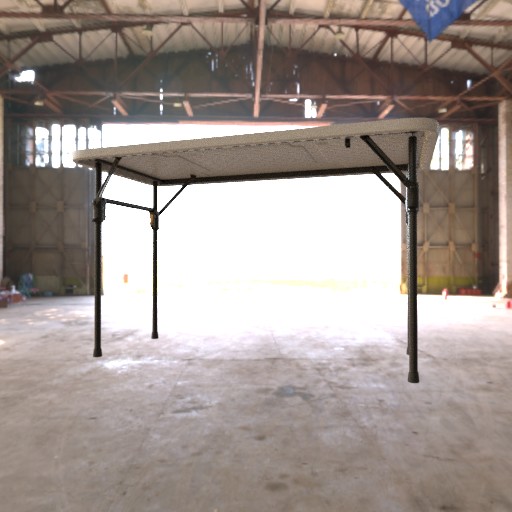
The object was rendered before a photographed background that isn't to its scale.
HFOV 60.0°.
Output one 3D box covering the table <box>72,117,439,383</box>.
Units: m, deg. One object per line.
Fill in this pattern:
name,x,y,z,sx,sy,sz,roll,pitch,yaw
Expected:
table,0.000,0.000,1.629,1.219,0.729,0.610,0,-1,18
